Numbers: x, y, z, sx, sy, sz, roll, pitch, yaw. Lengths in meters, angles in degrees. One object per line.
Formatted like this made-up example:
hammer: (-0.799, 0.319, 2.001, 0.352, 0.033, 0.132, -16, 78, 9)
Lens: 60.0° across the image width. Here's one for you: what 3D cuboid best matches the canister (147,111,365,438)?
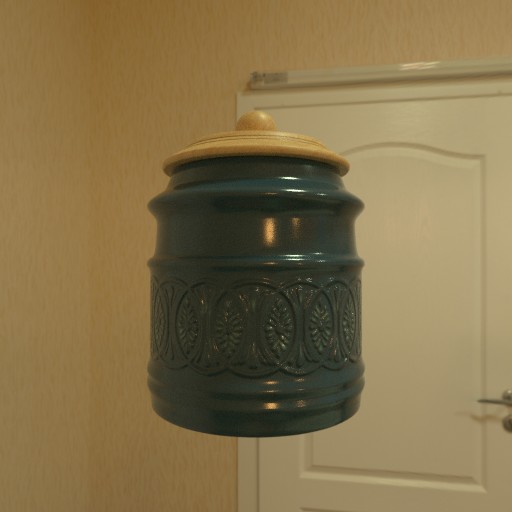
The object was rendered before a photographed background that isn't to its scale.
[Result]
canister: (0.000, 0.000, 0.271, 0.130, 0.176, 0.130, 0, 0, 0)
